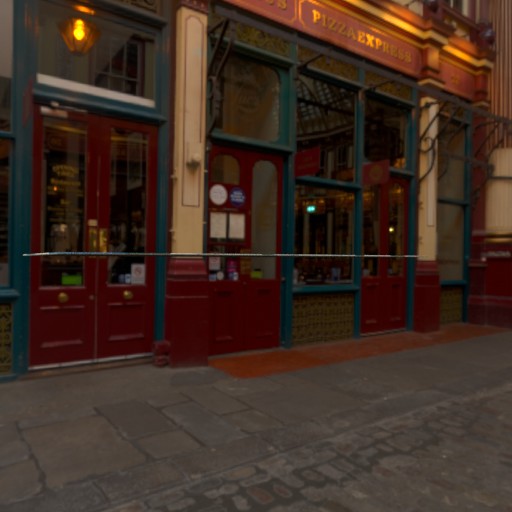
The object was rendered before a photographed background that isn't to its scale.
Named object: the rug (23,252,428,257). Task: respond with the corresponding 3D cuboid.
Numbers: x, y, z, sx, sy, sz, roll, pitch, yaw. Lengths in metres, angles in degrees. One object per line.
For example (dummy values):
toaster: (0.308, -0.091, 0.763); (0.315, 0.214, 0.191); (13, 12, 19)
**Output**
rug: (0.000, 0.000, 2.708); (2.437, 0.008, 0.774); (0, -1, -36)
